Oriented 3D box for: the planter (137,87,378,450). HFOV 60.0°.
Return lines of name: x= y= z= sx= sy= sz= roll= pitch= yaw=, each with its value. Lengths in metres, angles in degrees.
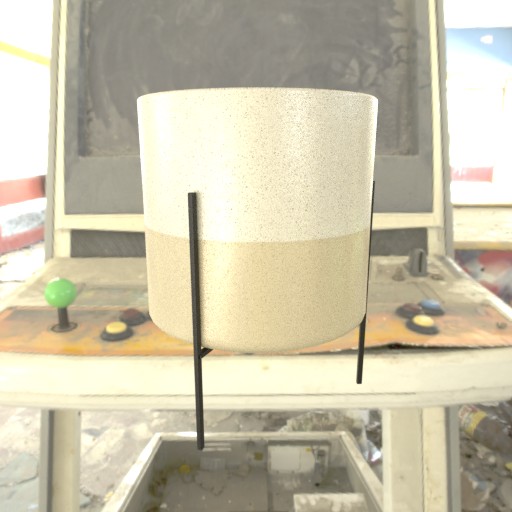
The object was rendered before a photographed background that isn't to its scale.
planter: x=0.000 y=0.000 z=0.730 sx=0.359 sy=0.484 sz=0.368 roll=7 pitch=16 yaw=25
